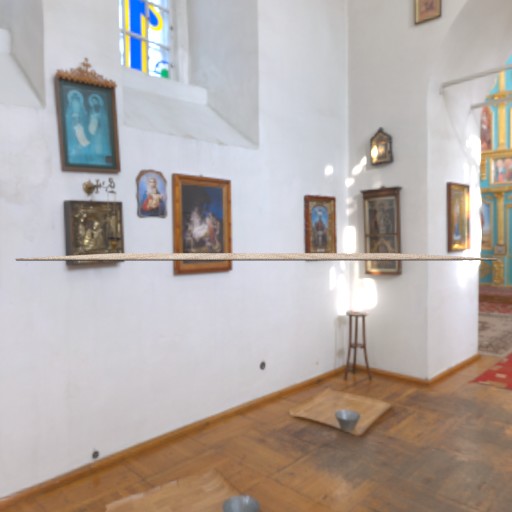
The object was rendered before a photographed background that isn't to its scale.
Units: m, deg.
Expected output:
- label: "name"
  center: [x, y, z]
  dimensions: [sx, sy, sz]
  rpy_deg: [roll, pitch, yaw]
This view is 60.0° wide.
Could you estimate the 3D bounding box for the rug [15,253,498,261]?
- label: "rug"
  center: [0.000, 0.000, 2.288]
  dimensions: [1.829, 0.008, 1.219]
  rpy_deg: [0, 1, -1]
